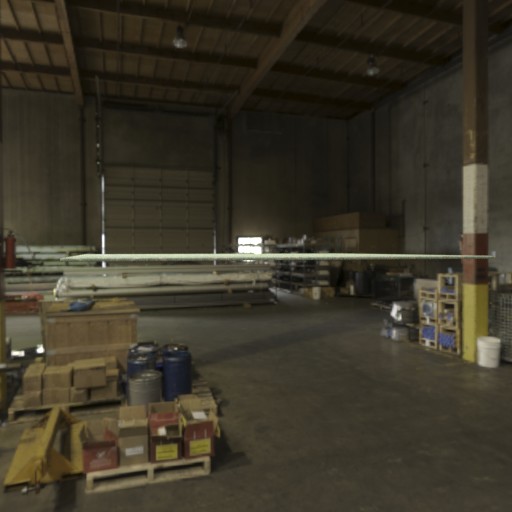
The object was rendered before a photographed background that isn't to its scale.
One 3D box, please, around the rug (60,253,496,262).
[{"bbox_3d":[0.000,0.000,4.034,3.039,0.019,2.420,0,1,-18],"label":"rug"}]
